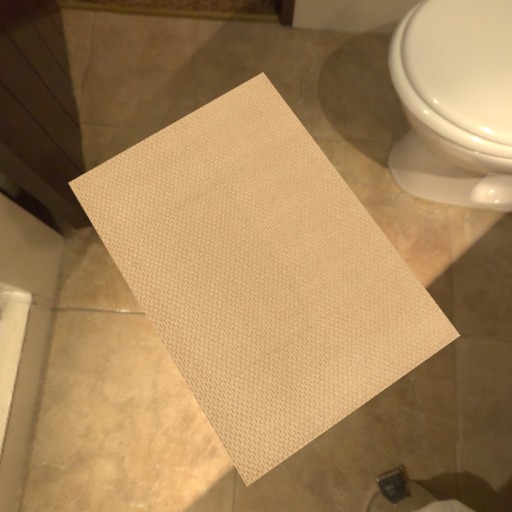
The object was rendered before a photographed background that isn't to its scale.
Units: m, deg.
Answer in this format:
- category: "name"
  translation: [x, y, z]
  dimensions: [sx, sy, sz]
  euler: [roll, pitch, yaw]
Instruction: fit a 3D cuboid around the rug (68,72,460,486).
- category: "rug"
  translation: [0.000, 0.000, 2.757]
  dimensions: [1.509, 0.013, 2.144]
  euler: [-32, 78, -7]
